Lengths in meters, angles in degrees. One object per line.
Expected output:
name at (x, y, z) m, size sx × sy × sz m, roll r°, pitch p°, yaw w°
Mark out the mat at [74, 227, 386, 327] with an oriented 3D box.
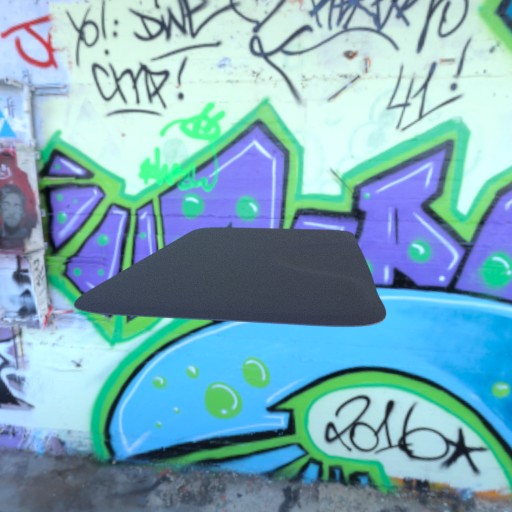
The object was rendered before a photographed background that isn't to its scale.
mat at (0.000, 0.000, 1.898) m, size 0.918 × 0.013 × 1.524 m, roll 2°, pitch 13°, yaw 8°
